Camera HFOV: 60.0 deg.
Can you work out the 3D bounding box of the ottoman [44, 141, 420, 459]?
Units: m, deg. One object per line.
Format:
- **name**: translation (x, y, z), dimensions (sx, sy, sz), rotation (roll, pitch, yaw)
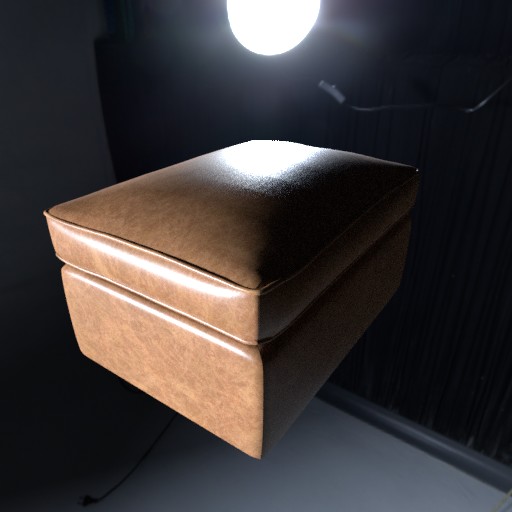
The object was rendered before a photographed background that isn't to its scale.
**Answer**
- **ottoman**: translation (0.000, 0.000, 1.102), dimensions (0.554, 0.468, 0.756), rotation (18, 33, 31)
